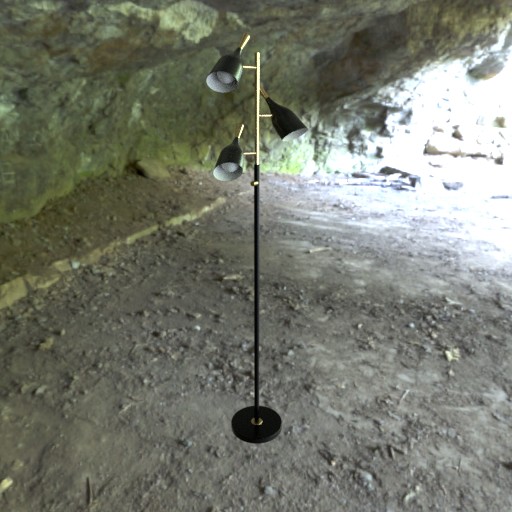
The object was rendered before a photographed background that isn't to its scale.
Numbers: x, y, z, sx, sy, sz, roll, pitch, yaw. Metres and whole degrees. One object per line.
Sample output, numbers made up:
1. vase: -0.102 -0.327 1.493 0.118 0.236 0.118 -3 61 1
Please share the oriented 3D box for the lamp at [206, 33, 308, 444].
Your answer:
1. lamp: 0.000 0.000 1.935 0.434 1.778 0.253 -9 20 -26
